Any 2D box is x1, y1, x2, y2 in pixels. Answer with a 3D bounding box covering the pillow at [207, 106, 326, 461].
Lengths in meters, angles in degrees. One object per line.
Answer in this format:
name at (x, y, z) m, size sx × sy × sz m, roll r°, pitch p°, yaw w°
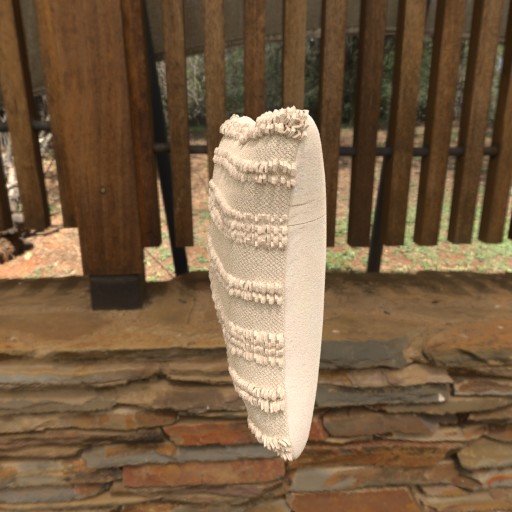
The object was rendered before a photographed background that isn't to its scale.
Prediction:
pillow at (0.000, 0.000, 0.681) m, size 0.145 × 0.427 × 0.437 m, roll -3°, pitch 16°, yaw -9°
